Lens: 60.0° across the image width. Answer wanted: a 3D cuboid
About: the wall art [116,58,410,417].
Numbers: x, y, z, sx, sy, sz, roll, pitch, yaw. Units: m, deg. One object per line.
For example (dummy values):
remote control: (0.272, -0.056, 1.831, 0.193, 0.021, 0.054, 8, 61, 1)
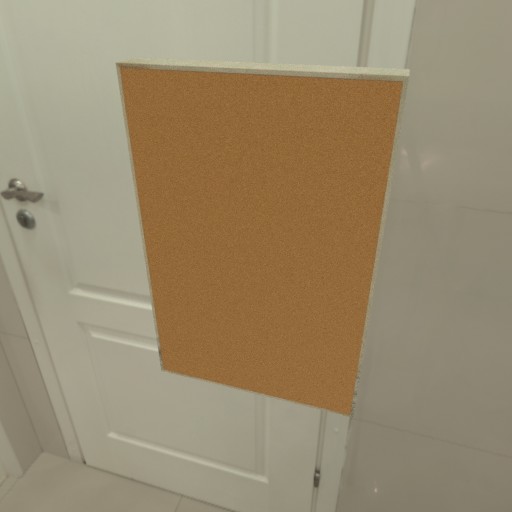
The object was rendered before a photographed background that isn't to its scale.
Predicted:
wall art: (0.000, 0.000, 0.479, 0.254, 0.381, 0.038, 9, 32, 15)
